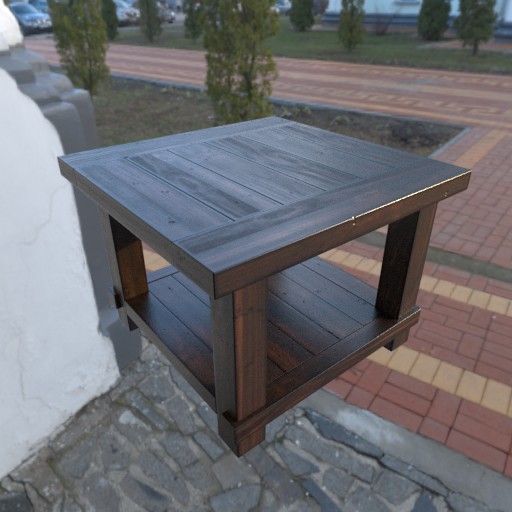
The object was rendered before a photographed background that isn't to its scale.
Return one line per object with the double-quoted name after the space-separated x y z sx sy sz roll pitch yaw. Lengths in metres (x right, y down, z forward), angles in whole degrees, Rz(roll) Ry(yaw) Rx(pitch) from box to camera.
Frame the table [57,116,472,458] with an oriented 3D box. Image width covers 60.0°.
0.000 0.000 1.009 0.606 0.437 0.593 -22 36 -33 "table"
